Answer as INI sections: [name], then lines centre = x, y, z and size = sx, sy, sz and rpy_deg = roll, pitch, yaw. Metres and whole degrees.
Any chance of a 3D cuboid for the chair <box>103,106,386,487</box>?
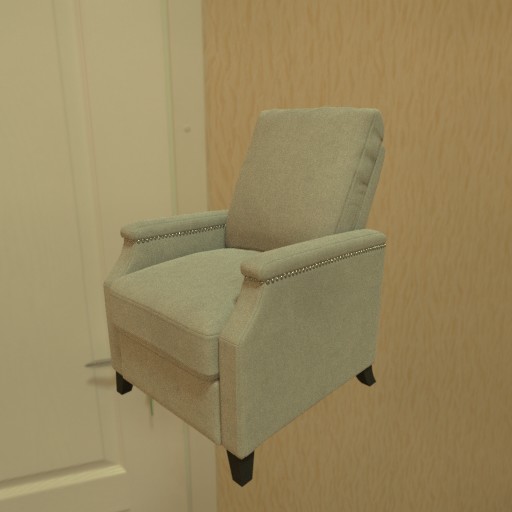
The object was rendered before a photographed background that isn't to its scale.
[chair]
centre = 0.000, 0.000, 1.618
size = 0.710, 1.049, 0.922
rpy_deg = 15, 22, 42
